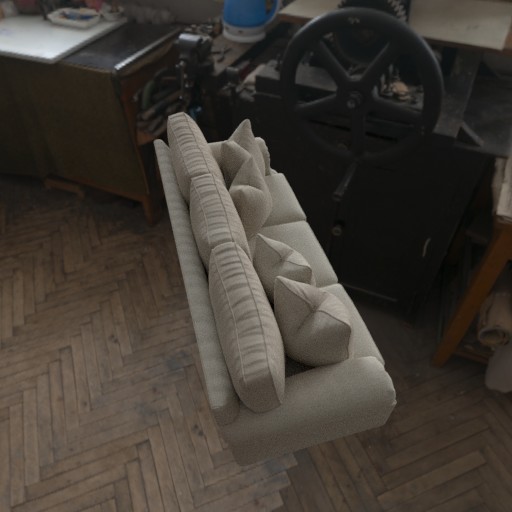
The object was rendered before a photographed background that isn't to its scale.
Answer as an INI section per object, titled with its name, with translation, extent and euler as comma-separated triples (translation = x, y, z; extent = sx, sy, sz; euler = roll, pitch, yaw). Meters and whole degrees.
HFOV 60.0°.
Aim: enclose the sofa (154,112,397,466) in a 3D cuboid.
[sofa]
translation = 0.000, 0.000, 2.821
extent = 0.965, 0.975, 2.312
euler = -11, 47, -11
